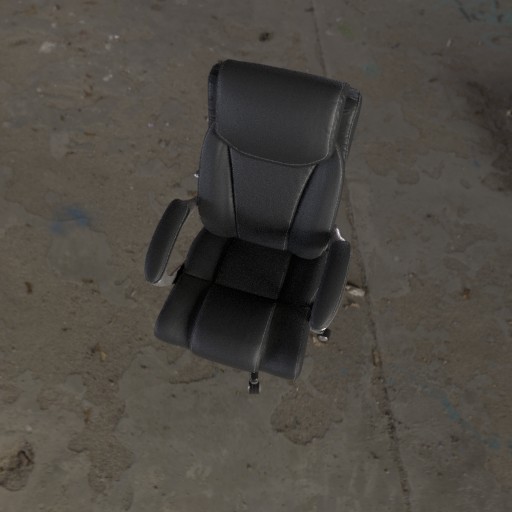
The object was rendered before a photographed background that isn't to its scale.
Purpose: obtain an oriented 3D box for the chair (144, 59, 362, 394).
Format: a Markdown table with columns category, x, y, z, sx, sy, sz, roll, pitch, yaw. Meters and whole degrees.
| category | x | y | z | sx | sy | sz | roll | pitch | yaw |
| --- | --- | --- | --- | --- | --- | --- | --- | --- | --- |
| chair | 0.000 | 0.000 | 1.687 | 0.741 | 1.167 | 0.784 | 15 | 61 | 9 |
